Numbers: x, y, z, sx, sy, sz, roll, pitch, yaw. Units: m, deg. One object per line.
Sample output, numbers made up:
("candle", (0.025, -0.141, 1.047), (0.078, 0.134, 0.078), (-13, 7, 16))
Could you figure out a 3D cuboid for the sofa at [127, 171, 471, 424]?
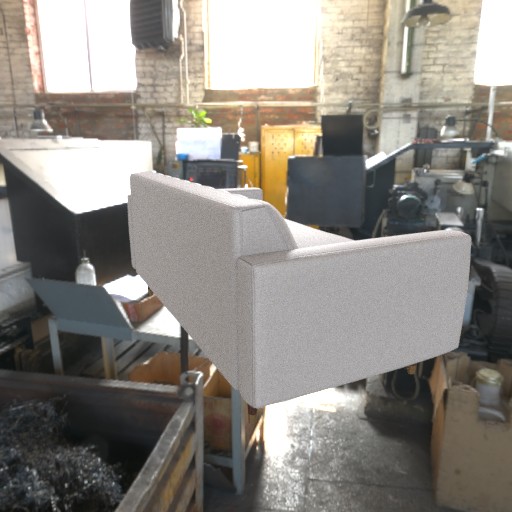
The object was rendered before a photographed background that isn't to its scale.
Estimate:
("sofa", (0.000, 0.000, 2.356), (0.969, 0.814, 1.895), (-7, 17, -26))
